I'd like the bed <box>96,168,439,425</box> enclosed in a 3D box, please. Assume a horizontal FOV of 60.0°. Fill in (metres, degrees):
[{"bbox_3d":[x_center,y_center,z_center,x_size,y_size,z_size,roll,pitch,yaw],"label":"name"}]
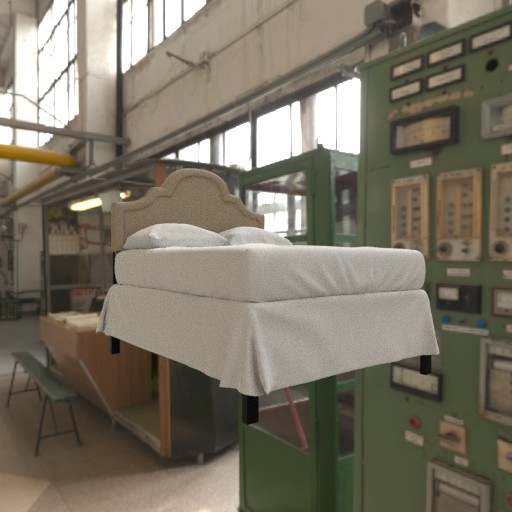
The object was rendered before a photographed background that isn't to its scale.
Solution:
[{"bbox_3d":[0.000,0.000,3.407,1.780,1.634,2.222,0,0,-37],"label":"bed"}]
